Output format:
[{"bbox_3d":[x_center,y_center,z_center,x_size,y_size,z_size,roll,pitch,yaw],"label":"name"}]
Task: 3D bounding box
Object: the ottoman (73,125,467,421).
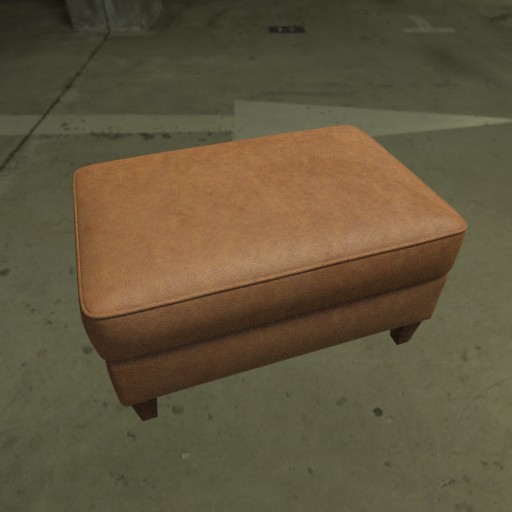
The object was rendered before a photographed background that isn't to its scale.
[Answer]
[{"bbox_3d":[0.000,0.000,1.204,0.864,0.483,0.584,-13,43,-14],"label":"ottoman"}]
